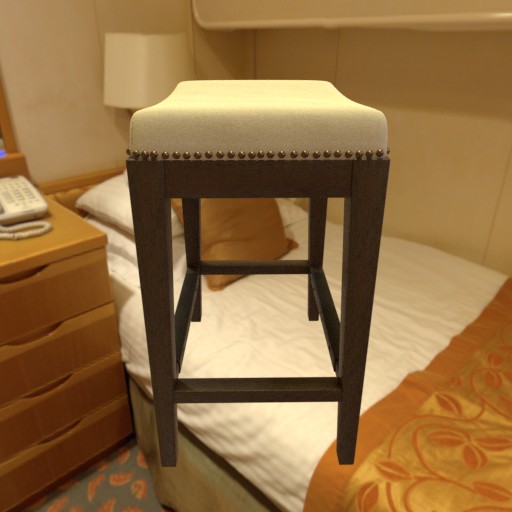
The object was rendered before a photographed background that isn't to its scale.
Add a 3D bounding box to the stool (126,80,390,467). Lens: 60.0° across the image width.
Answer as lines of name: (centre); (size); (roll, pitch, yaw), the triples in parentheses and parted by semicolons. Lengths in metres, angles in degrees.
stool: (0.000, 0.000, 0.913); (0.361, 0.642, 0.500); (0, 26, -1)
